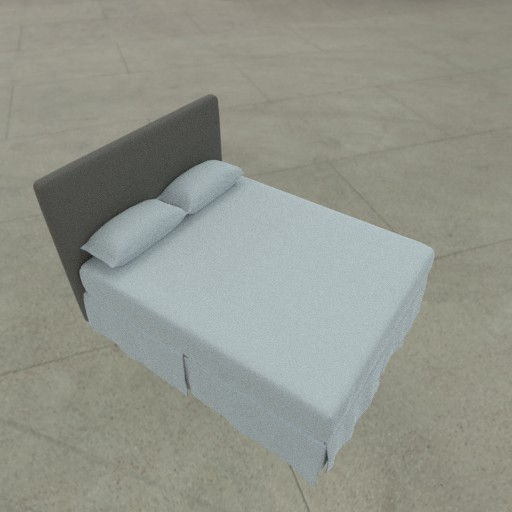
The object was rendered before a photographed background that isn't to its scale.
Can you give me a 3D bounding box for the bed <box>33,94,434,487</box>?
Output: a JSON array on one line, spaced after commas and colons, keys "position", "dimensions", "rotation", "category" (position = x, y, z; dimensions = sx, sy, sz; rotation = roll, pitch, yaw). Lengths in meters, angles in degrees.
[{"position": [0.000, 0.000, 3.116], "dimensions": [2.142, 1.330, 1.748], "rotation": [25, 47, 25], "category": "bed"}]
